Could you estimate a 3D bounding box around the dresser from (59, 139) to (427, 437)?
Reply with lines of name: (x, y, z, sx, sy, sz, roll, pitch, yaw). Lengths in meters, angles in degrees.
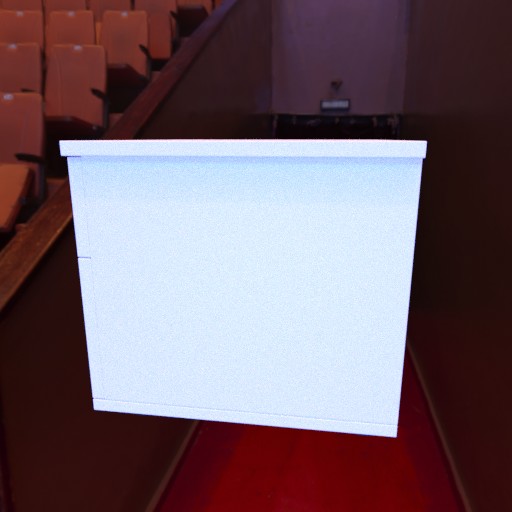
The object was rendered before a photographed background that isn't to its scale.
dresser: (0.000, 0.000, 0.711, 0.400, 0.360, 0.430, 2, 15, 8)
